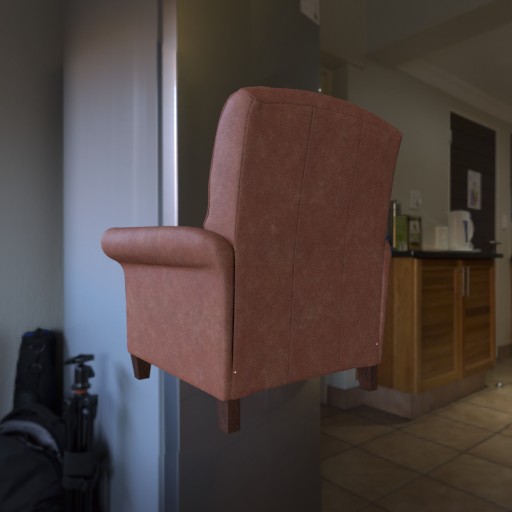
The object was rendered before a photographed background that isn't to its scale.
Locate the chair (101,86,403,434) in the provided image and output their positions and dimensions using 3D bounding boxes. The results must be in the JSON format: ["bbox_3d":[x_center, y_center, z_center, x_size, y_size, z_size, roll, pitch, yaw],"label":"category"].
[{"bbox_3d":[0.000,0.000,1.805,0.978,1.061,0.902,-1,1,-37],"label":"chair"}]
